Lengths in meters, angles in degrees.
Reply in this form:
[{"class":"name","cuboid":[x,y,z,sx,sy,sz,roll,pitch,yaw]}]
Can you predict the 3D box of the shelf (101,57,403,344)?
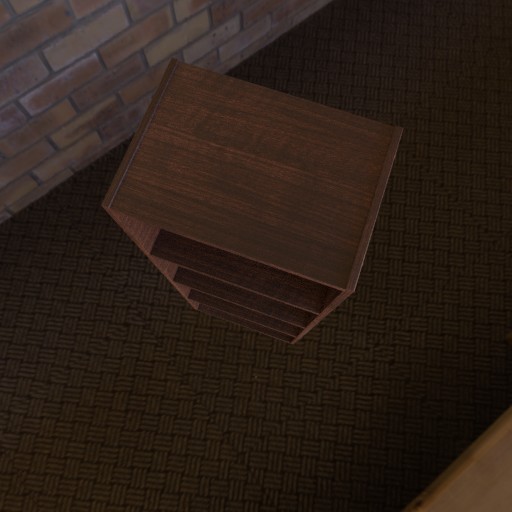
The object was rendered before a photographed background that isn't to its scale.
[{"class":"shelf","cuboid":[0.000,0.000,1.239,0.415,1.099,0.290,19,76,5]}]
